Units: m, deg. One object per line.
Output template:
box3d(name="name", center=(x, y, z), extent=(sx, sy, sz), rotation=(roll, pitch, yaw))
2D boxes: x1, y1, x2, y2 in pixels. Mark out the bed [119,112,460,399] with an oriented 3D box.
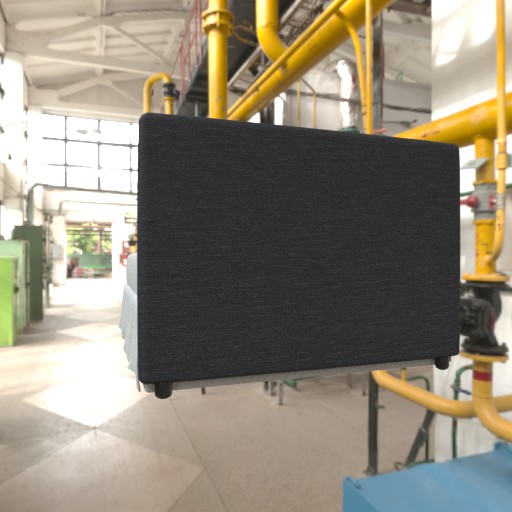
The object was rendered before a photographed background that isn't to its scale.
box3d(name="bed", center=(0.000, 0.000, 3.279), extent=(1.884, 1.330, 2.142), rotation=(0, 0, -19))
